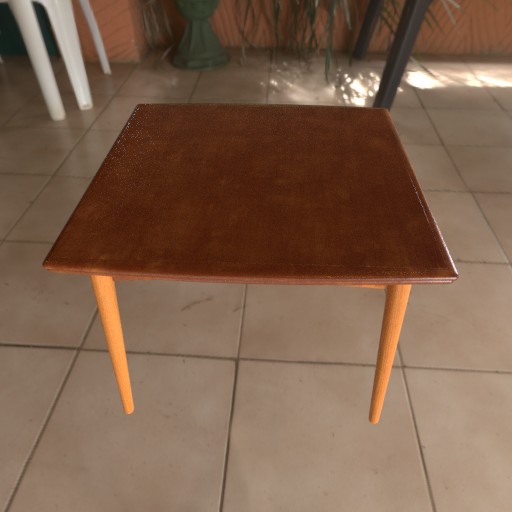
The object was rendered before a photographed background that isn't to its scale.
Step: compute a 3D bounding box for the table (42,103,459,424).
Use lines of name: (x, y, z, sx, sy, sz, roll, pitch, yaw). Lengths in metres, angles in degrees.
table: (0.000, 0.000, 1.641, 0.991, 0.754, 0.991, 2, 42, 2)
